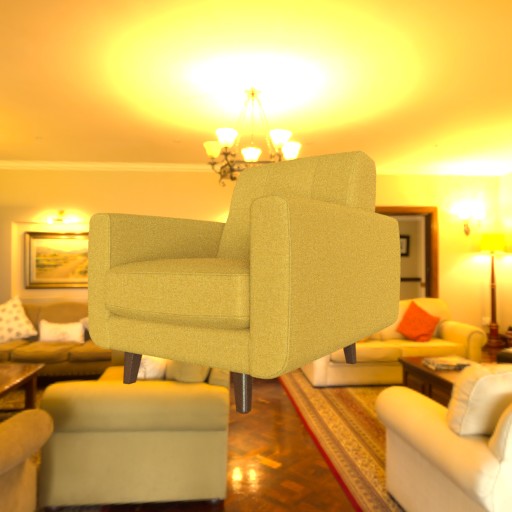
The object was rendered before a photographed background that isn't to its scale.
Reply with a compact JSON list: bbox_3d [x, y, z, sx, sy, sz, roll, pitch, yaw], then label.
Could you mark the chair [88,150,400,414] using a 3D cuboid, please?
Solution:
[{"bbox_3d":[0.000,0.000,1.638,0.831,0.841,0.909,-1,-1,36],"label":"chair"}]
